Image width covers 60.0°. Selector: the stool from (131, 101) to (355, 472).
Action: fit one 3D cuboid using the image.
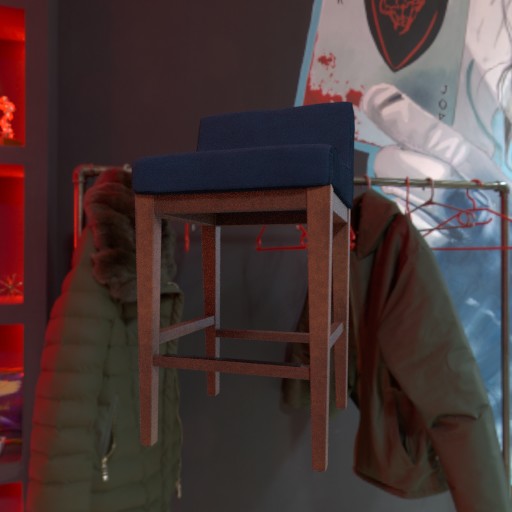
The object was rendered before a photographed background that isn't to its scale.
[{"bbox_3d":[0.000,0.000,1.251,0.511,0.945,0.516,0,0,17],"label":"stool"}]
